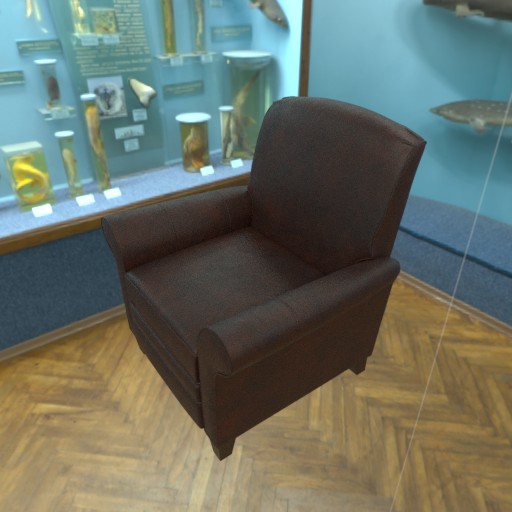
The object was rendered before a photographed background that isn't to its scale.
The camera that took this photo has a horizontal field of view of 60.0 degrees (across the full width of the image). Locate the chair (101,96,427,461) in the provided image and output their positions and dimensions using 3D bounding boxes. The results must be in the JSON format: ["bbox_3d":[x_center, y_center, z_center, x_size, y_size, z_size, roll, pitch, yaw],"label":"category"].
[{"bbox_3d":[0.000,0.000,1.738,0.902,1.061,0.978,-21,37,-30],"label":"chair"}]
